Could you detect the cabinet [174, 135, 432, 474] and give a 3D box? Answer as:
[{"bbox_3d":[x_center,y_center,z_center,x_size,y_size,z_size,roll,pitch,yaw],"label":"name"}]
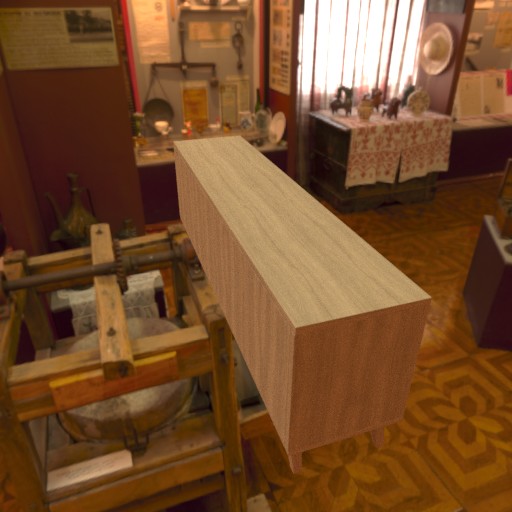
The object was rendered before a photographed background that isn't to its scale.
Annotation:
[{"bbox_3d":[0.000,0.000,2.510,0.499,0.779,2.198,-10,31,-16],"label":"cabinet"}]
